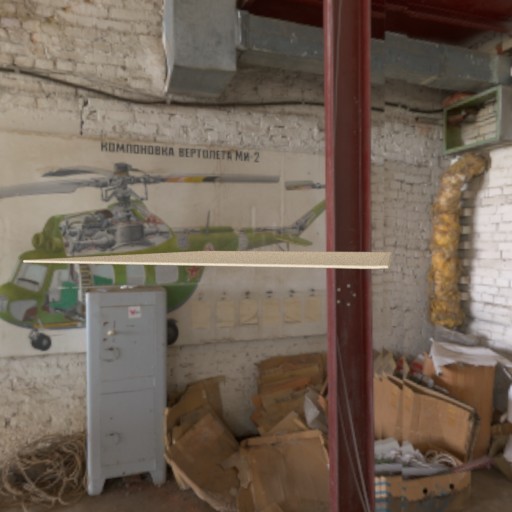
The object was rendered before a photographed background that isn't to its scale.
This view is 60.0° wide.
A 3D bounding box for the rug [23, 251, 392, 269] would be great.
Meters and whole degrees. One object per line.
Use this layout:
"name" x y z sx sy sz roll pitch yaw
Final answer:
"rug" 0.000 0.000 4.120 2.407 0.020 3.051 1 2 17
